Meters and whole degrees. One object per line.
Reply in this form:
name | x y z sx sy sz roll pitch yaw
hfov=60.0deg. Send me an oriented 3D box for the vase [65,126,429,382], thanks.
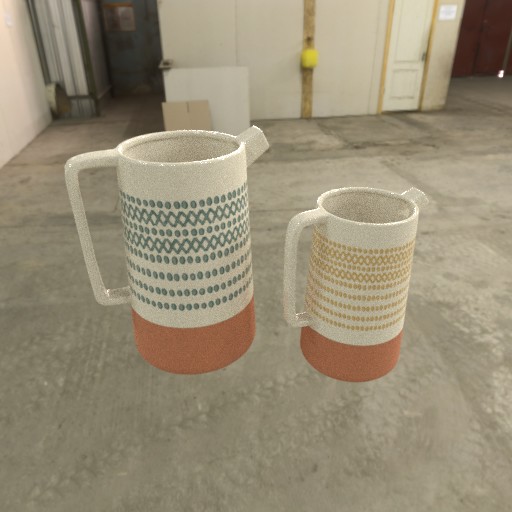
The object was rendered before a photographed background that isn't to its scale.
vase | 0.000 0.000 0.469 0.326 0.247 0.168 9 30 17
